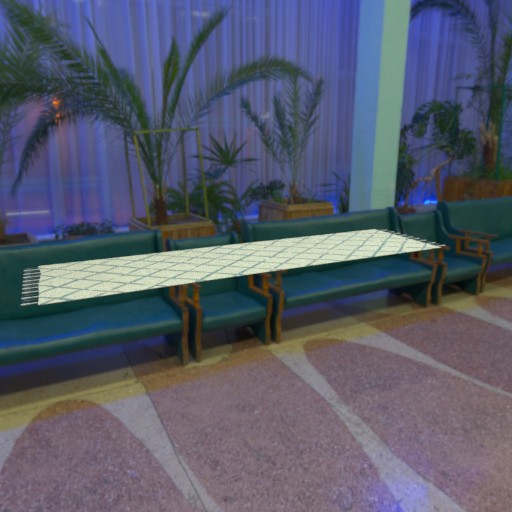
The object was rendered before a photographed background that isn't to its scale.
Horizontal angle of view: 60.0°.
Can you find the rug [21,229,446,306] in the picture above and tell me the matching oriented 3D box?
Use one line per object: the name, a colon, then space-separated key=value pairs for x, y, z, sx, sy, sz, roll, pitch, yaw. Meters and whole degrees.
rug: x=0.000 y=0.000 z=2.524 sx=2.372 sy=0.008 sz=0.620 roll=-7 pitch=17 yaw=-25
